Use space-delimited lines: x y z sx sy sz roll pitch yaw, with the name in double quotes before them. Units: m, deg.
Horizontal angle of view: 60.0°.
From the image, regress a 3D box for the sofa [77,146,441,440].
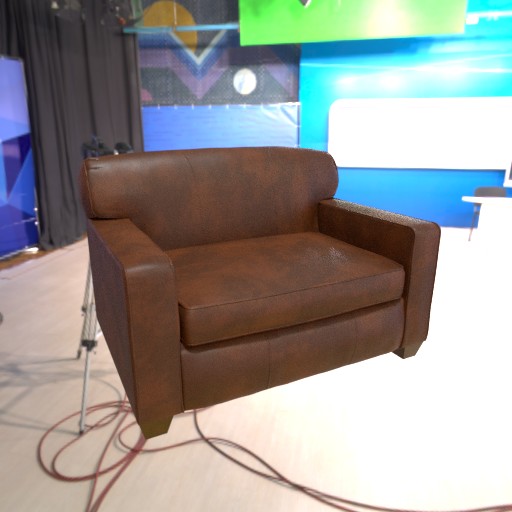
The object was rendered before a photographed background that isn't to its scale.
"sofa" 0.000 0.000 2.082 1.413 0.956 1.000 -8 19 -26
